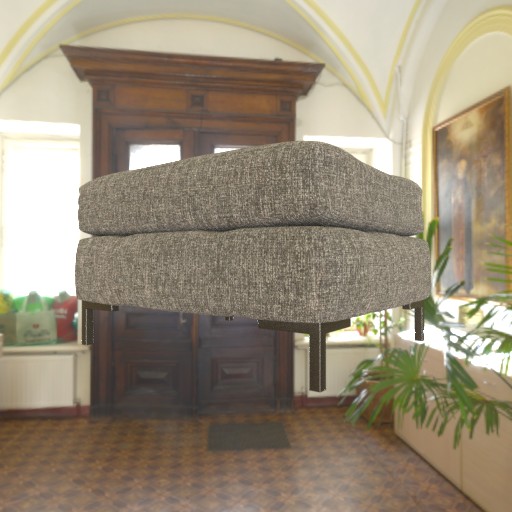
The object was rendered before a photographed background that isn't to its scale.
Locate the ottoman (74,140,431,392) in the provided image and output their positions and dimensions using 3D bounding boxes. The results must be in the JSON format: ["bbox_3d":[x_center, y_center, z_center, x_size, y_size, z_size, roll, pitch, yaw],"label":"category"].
[{"bbox_3d":[0.000,0.000,1.235,0.828,0.480,0.683,0,-1,37],"label":"ottoman"}]
